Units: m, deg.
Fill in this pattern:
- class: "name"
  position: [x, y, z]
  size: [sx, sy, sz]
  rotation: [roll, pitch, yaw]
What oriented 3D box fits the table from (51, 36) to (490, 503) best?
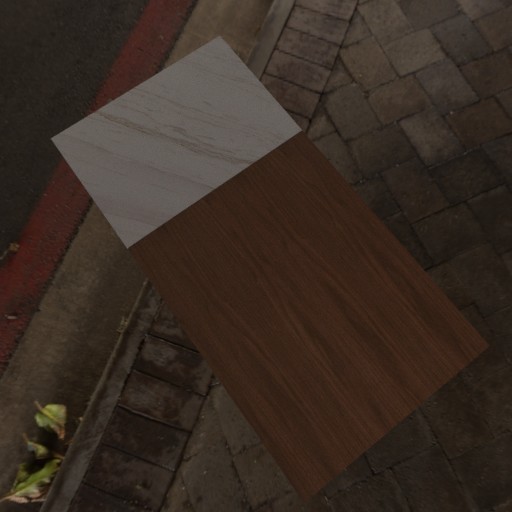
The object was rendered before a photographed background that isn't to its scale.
- class: "table"
  position: [0.000, 0.000, 1.848]
  size: [0.789, 0.551, 1.553]
  rotation: [-36, 77, -9]
